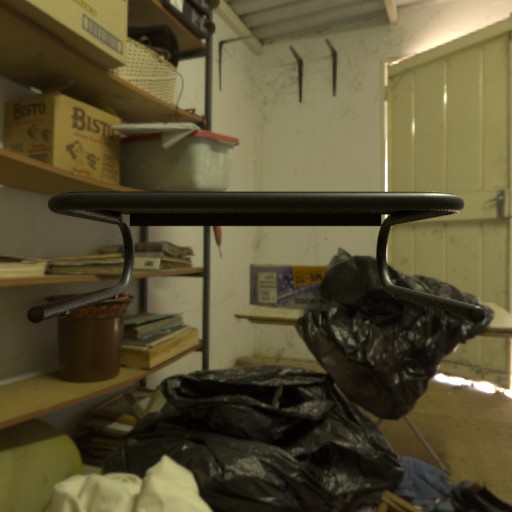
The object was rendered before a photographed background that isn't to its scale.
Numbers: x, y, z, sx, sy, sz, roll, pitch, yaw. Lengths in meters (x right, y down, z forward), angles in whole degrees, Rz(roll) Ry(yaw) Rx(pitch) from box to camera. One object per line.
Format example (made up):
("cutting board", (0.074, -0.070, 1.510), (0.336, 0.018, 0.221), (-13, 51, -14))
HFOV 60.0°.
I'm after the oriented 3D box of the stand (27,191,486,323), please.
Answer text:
("stand", (0.000, 0.000, 0.492), (0.370, 0.108, 0.280), (0, 1, 0))
